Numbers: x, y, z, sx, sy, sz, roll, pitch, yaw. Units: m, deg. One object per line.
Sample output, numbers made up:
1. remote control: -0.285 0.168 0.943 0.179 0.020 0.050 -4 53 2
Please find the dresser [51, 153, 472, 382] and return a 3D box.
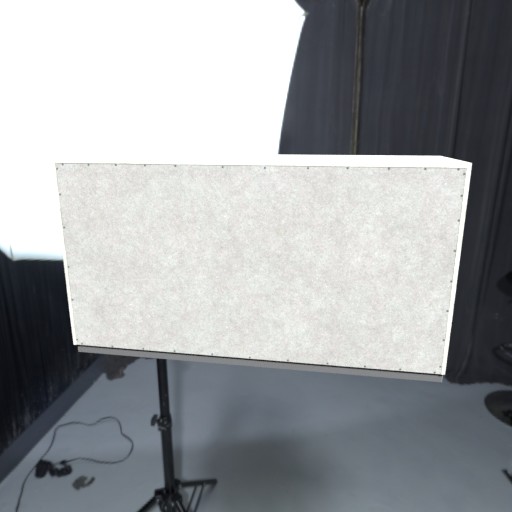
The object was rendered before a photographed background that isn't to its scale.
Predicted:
1. dresser: 0.000 0.000 2.041 1.628 0.889 0.483 3 16 9
